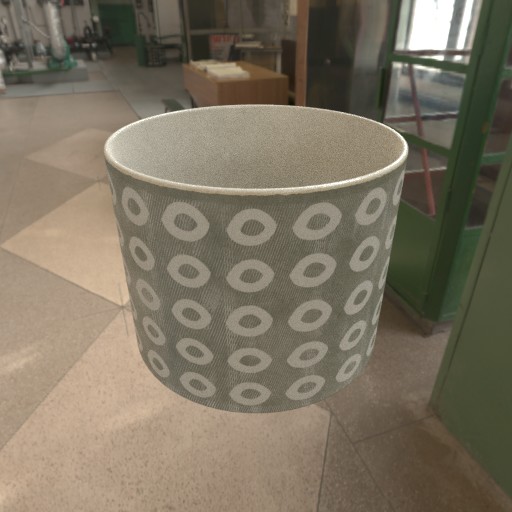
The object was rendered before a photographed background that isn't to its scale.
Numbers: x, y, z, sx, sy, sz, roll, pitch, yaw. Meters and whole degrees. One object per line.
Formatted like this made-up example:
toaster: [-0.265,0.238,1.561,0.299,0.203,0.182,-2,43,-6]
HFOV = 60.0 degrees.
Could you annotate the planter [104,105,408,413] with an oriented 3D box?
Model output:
planter: [0.000,0.000,0.333,0.190,0.181,0.190,0,30,0]
